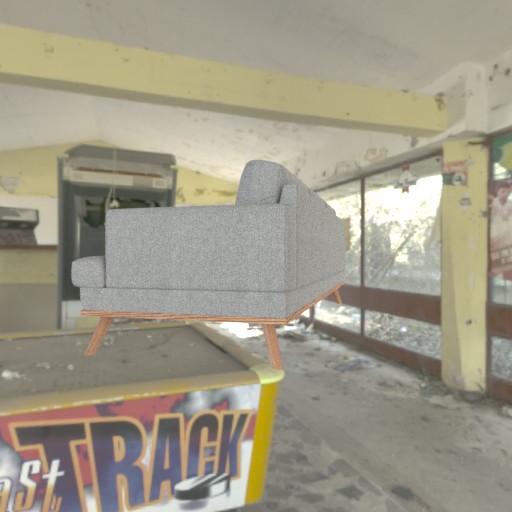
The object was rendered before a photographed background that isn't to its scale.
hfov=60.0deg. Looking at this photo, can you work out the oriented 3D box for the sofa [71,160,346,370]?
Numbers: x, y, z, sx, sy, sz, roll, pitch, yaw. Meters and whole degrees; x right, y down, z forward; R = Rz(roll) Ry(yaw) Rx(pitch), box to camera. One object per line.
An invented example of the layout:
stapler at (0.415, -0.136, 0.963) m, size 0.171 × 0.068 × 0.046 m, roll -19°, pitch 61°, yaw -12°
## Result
sofa at (0.000, 0.000, 2.786) m, size 0.920 × 0.810 × 2.310 m, roll 0°, pitch 0°, yaw 16°
